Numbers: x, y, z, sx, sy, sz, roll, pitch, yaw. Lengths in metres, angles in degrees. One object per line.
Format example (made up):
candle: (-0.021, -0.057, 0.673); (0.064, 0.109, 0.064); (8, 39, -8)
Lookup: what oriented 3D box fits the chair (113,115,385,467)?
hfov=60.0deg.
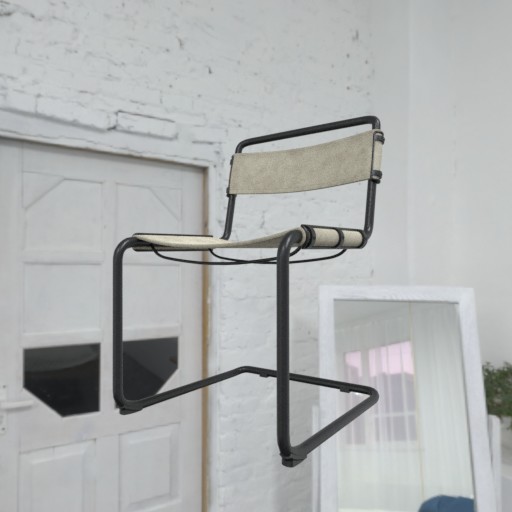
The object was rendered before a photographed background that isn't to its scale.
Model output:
chair: (0.000, 0.000, 1.092); (0.499, 0.747, 0.497); (0, -1, 35)
